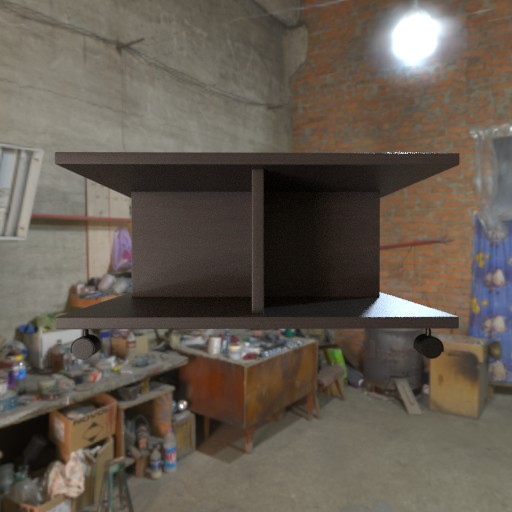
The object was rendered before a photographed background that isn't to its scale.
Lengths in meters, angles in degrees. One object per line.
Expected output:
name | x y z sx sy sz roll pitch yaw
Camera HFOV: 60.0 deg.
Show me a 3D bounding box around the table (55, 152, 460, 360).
table | 0.000 0.000 1.215 0.762 0.396 0.762 0 0 -1
